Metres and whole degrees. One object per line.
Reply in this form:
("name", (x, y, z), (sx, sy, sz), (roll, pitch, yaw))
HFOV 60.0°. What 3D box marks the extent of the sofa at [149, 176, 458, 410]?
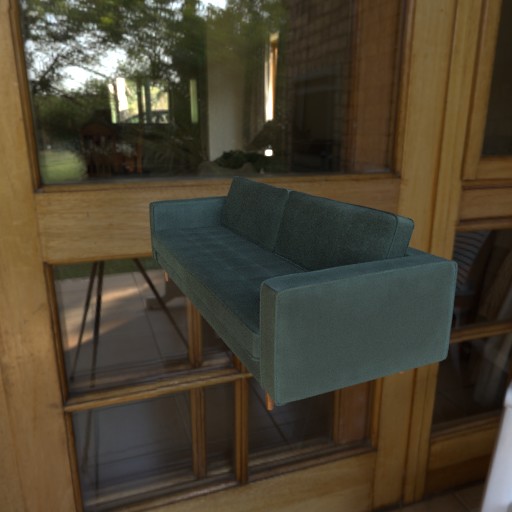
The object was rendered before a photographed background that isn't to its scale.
("sofa", (0.000, 0.000, 2.666), (0.886, 0.781, 2.214), (-7, 17, -23))
